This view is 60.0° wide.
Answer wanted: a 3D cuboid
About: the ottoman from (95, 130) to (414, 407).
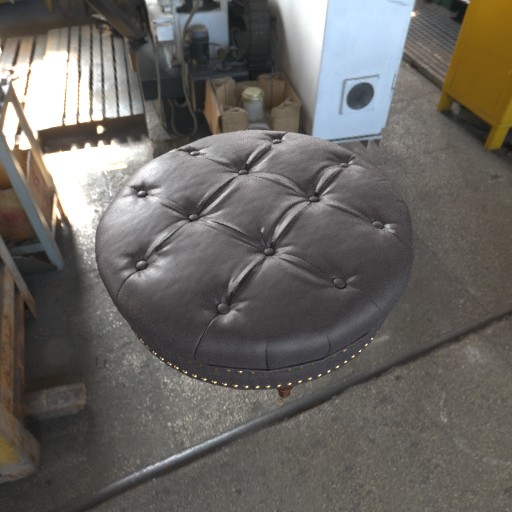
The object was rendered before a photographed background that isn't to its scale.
[{"bbox_3d":[0.000,0.000,1.372,0.901,0.439,0.901,0,47,0],"label":"ottoman"}]
